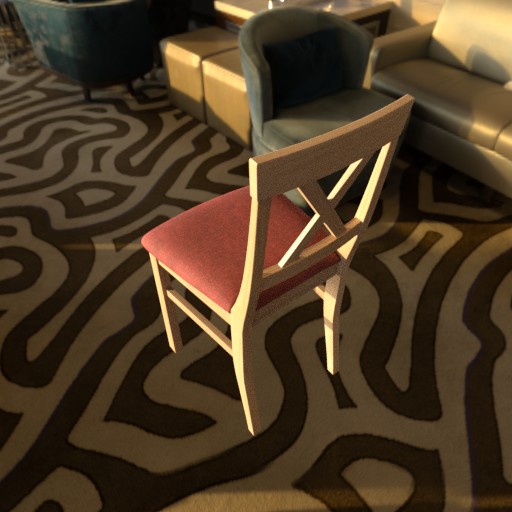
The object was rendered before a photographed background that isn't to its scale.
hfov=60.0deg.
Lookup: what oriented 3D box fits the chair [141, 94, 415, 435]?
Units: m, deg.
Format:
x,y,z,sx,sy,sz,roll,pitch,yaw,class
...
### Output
x,y,z,sx,sy,sz,roll,pitch,yaw,class
0.000,0.000,1.165,0.439,0.912,0.492,-28,50,-27,chair
